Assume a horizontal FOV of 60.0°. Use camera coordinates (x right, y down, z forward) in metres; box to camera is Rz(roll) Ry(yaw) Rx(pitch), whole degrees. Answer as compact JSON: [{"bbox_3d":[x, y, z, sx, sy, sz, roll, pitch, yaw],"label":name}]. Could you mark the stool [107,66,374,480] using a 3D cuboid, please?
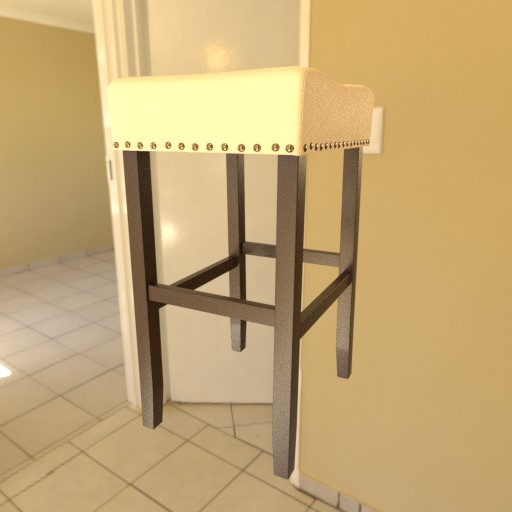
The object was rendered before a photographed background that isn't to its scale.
[{"bbox_3d":[0.000,0.000,1.038,0.401,0.762,0.471,8,18,26],"label":"stool"}]
